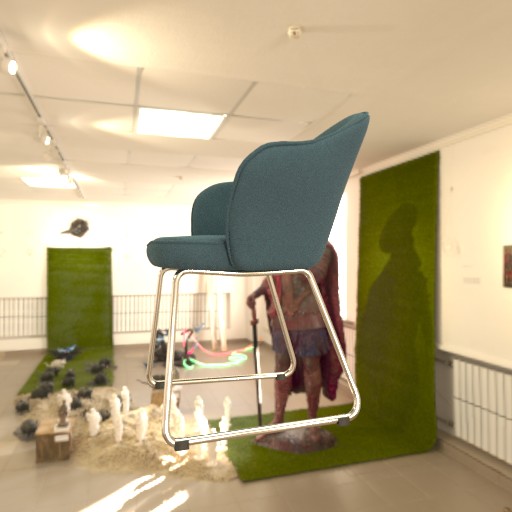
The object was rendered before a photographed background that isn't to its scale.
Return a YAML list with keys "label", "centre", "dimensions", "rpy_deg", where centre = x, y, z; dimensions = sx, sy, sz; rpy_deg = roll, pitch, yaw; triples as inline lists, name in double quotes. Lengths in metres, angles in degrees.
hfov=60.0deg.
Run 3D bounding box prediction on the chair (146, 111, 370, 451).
- label: "chair"
  centre: [0.000, 0.000, 1.231]
  dimensions: [0.585, 0.815, 0.570]
  rpy_deg: [0, 0, -18]
